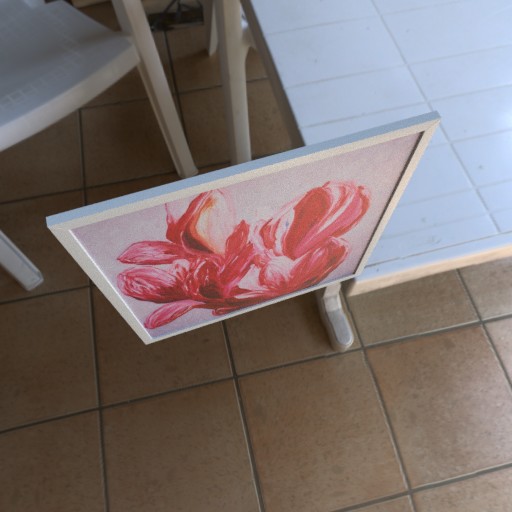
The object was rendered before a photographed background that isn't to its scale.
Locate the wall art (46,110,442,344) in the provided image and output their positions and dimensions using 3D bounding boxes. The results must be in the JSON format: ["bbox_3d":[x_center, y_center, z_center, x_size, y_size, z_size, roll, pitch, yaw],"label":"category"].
[{"bbox_3d":[0.000,0.000,1.223,0.805,0.803,0.022,-17,65,-8],"label":"wall art"}]
